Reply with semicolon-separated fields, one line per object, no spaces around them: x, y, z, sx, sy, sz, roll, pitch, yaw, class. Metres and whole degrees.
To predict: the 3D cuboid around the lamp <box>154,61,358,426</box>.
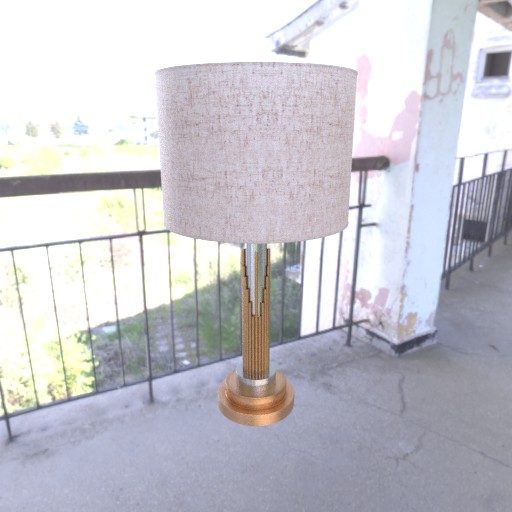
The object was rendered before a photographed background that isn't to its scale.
0.000;0.000;0.802;0.321;0.610;0.321;-8;19;-25;lamp
